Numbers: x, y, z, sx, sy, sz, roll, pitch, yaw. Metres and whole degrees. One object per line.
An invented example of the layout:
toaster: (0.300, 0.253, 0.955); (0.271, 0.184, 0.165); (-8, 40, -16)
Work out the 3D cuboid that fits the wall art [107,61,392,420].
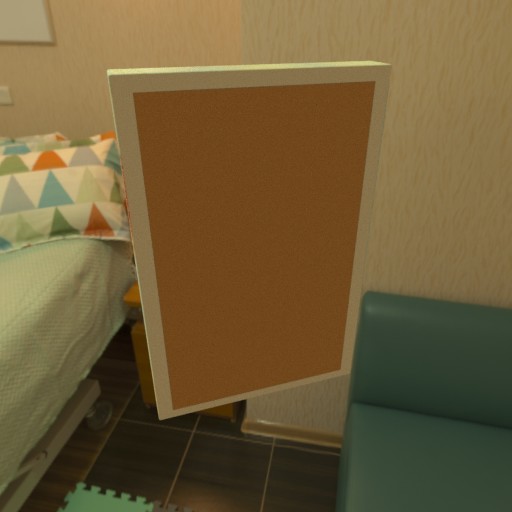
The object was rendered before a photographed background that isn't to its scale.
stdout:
wall art: (0.000, 0.000, 0.480); (0.251, 0.380, 0.039); (-9, 30, -16)
